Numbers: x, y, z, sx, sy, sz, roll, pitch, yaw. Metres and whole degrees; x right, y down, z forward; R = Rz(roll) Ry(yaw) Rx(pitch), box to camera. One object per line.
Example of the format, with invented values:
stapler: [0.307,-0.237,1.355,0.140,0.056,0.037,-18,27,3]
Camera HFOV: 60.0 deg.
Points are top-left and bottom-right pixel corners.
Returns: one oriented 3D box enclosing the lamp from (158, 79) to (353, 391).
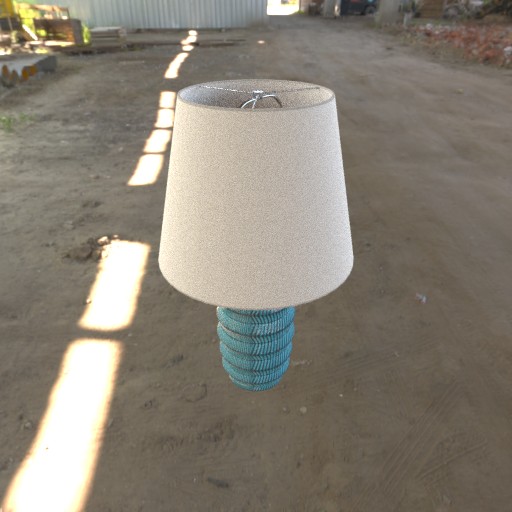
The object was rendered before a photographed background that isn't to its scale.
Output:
lamp: [0.000,0.000,0.825,0.355,0.582,0.355,0,30,0]
